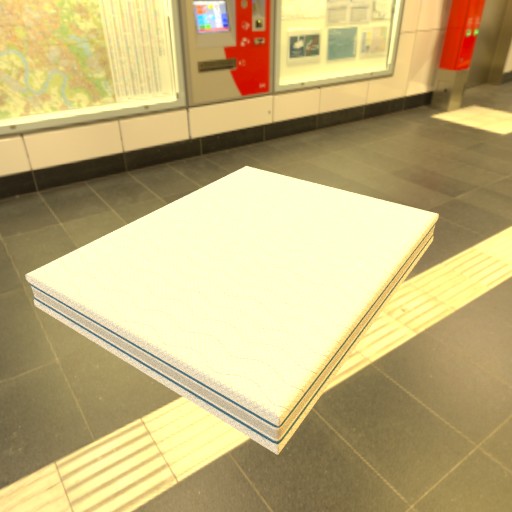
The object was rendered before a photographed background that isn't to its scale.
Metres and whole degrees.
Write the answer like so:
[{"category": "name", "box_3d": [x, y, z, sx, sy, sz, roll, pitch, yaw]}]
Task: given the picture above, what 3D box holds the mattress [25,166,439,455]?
[{"category": "mattress", "box_3d": [0.000, 0.000, 2.712, 1.600, 0.230, 2.000, 20, 37, 29]}]
